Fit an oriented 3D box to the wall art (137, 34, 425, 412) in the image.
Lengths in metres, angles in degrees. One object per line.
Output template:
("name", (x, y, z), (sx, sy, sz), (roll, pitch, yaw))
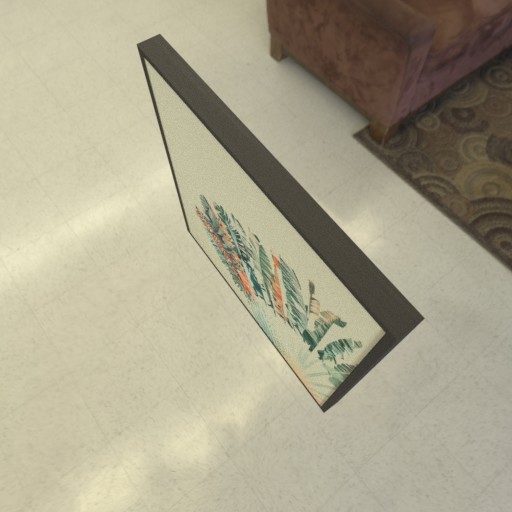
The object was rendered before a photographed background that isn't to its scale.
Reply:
("wall art", (0.000, 0.000, 0.743), (0.037, 0.507, 0.509), (-33, 68, -15))
